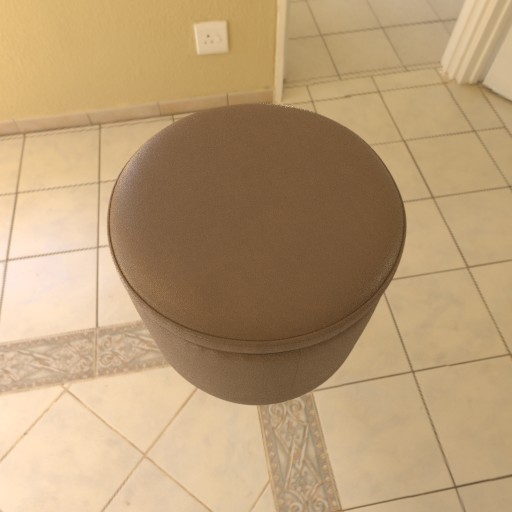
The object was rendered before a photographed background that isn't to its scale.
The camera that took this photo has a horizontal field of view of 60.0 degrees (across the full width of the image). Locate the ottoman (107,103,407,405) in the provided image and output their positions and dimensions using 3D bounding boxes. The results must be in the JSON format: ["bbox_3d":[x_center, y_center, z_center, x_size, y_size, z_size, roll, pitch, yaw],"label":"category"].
[{"bbox_3d":[0.000,0.000,0.884,0.500,0.409,0.500,0,59,0],"label":"ottoman"}]
